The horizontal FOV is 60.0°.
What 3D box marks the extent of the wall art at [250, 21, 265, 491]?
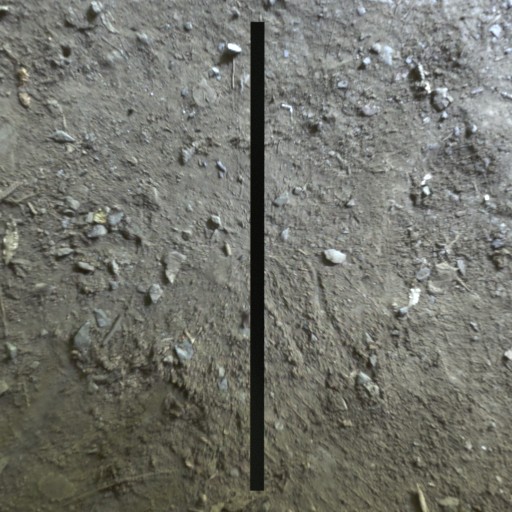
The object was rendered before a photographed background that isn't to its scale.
[{"bbox_3d":[0.000,0.000,0.643,0.014,0.445,0.446,0,90,0],"label":"wall art"}]
